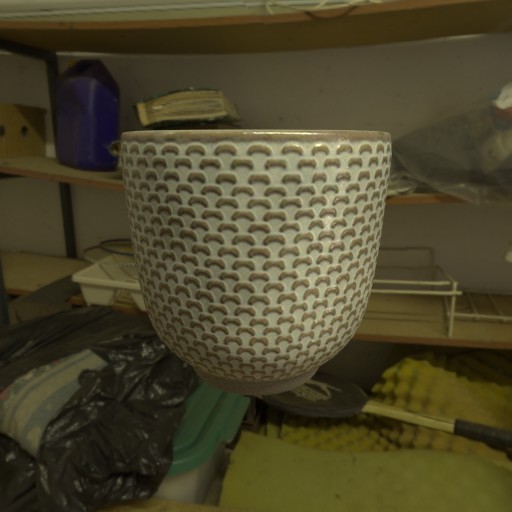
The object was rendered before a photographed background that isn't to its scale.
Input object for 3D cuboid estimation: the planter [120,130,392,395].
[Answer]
[{"bbox_3d":[0.000,0.000,0.356,0.197,0.191,0.197,0,15,0],"label":"planter"}]
